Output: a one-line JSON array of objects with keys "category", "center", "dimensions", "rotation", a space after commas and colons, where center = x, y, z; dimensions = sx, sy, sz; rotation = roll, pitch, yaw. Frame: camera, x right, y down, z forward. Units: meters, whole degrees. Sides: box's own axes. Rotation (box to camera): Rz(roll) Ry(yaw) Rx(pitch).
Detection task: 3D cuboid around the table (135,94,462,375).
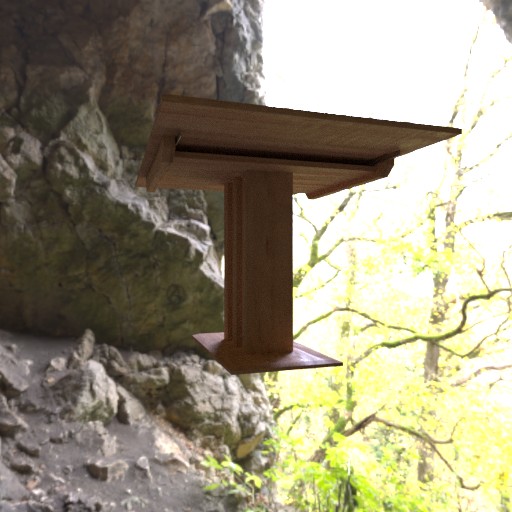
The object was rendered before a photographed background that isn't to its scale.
[{"category": "table", "center": [0.000, 0.000, 1.825], "dimensions": [0.900, 0.770, 1.300], "rotation": [0, -1, -18]}]
